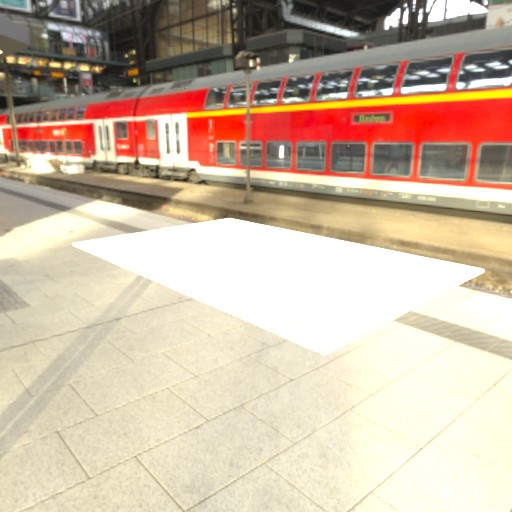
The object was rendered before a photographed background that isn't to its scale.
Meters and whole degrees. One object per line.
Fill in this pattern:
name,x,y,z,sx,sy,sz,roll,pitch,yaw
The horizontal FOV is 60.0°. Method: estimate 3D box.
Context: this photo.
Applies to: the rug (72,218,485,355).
rug,0.000,0.000,3.434,1.778,0.030,2.743,-14,20,-41
